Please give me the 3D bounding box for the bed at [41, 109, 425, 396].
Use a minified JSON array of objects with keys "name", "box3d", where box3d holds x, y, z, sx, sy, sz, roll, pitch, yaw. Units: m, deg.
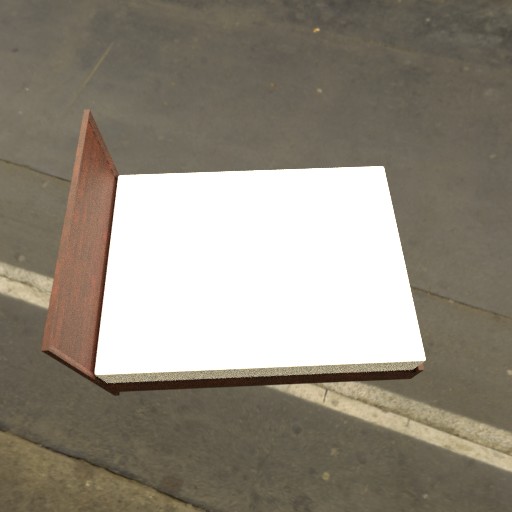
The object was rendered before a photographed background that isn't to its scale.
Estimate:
[{"name":"bed","box3d":[0.000,0.000,3.126,2.184,1.270,1.600,-2,63,-1]}]
